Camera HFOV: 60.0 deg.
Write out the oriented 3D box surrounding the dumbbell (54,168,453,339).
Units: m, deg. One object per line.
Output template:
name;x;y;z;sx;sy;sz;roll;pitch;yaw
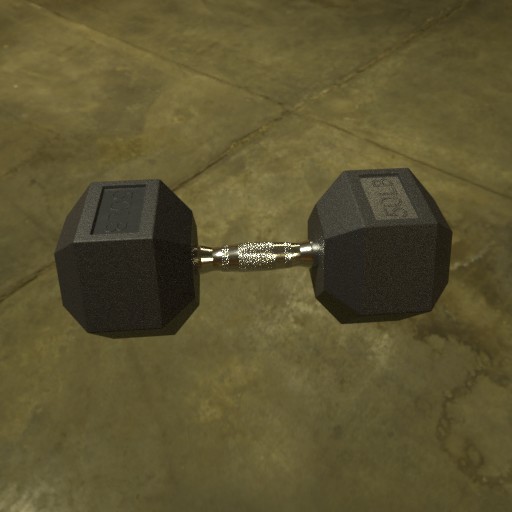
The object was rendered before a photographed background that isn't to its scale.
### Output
dumbbell;0.000;0.000;0.476;0.384;0.150;0.173;-3;46;-3
